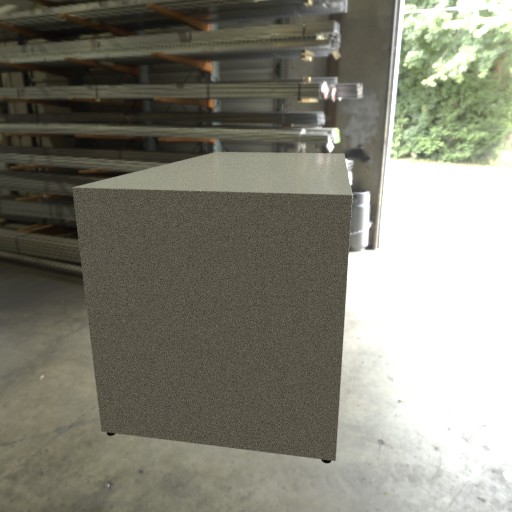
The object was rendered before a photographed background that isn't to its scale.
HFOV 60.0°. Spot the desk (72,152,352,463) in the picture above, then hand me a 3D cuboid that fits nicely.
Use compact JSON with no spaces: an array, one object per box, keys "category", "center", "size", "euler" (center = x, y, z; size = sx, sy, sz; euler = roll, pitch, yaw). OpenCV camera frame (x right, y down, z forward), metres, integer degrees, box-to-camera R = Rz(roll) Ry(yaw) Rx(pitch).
[{"category":"desk","center":[0.000,0.000,1.823],"size":[0.690,0.740,1.400],"euler":[3,17,10]}]
